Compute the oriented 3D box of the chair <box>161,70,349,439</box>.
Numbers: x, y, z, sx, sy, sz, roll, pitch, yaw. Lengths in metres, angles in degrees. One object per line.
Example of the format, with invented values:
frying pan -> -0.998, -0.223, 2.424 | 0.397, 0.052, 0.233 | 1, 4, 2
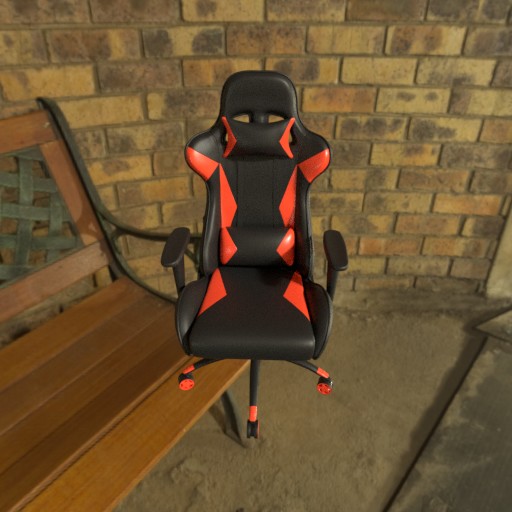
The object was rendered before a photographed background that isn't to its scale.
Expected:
chair -> 0.000, 0.000, 1.732 | 0.695, 1.282, 0.730 | 1, 30, 2
